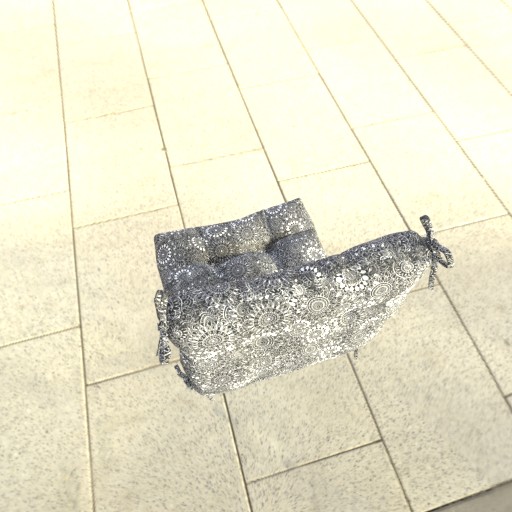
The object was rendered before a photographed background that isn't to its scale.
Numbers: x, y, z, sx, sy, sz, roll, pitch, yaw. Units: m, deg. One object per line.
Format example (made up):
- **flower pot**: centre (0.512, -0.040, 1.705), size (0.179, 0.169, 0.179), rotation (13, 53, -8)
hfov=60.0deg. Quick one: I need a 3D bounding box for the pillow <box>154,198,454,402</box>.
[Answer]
- **pillow**: centre (0.000, 0.000, 1.036), size (0.519, 0.605, 0.571), rotation (-16, 60, -9)
